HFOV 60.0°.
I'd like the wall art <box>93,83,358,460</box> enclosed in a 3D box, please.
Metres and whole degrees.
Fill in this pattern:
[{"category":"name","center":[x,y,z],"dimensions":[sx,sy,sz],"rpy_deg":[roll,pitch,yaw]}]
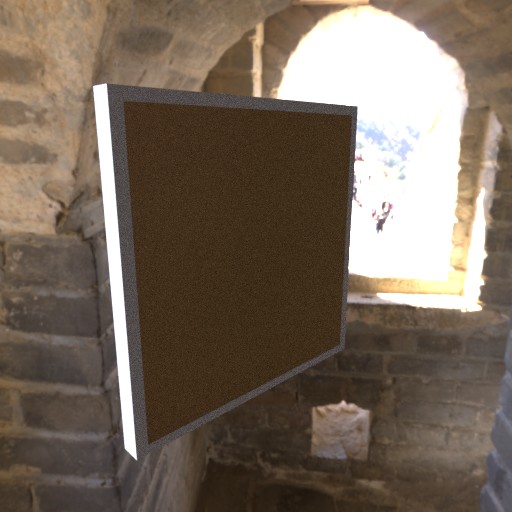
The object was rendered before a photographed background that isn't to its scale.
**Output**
[{"category":"wall art","center":[0.000,0.000,0.754],"dimensions":[0.508,0.507,0.035],"rpy_deg":[-14,20,-42]}]
